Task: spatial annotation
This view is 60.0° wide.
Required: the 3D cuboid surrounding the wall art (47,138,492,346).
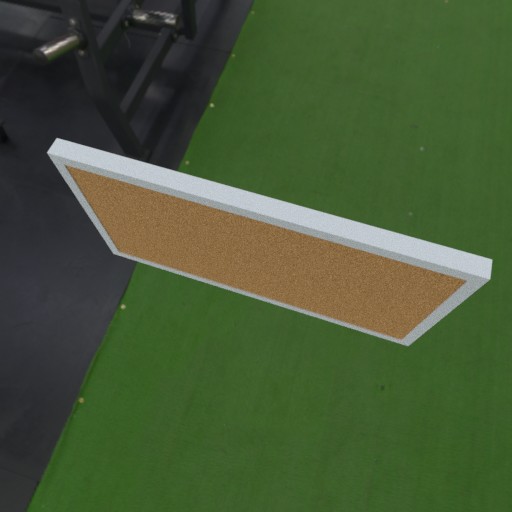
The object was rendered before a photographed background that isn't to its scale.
[{"bbox_3d":[0.000,0.000,0.975,0.812,0.431,0.038,17,65,8],"label":"wall art"}]
